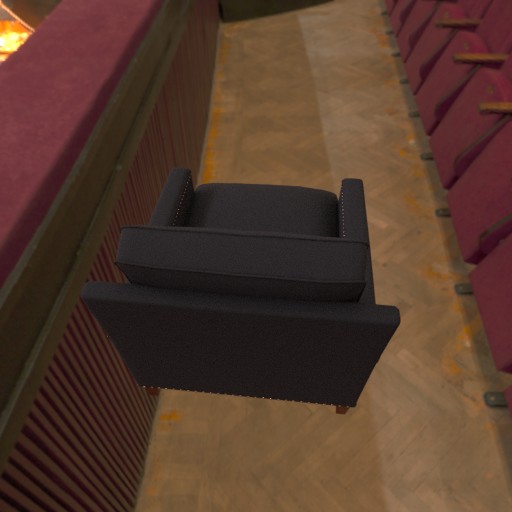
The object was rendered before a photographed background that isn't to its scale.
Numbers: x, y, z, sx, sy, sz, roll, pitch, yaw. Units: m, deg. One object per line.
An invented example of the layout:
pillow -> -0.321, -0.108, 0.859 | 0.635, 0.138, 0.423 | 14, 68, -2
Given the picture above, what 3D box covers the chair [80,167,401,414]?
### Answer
chair -> 0.000, 0.000, 1.730 | 0.853, 0.943, 1.014 | 4, 47, 4
